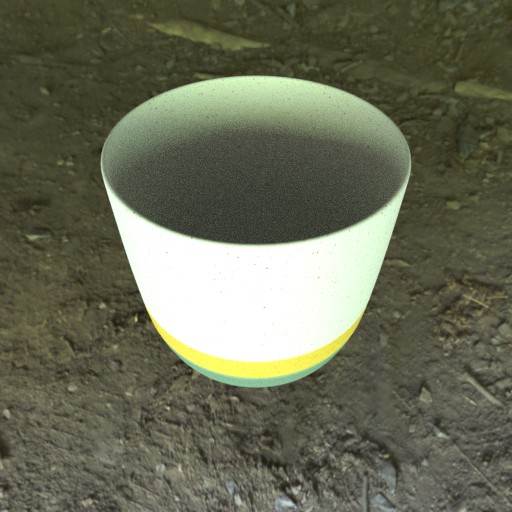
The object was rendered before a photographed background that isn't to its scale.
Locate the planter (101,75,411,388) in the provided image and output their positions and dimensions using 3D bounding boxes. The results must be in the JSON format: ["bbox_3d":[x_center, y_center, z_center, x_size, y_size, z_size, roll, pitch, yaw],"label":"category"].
[{"bbox_3d":[0.000,0.000,0.362,0.195,0.214,0.195,0,46,0],"label":"planter"}]
